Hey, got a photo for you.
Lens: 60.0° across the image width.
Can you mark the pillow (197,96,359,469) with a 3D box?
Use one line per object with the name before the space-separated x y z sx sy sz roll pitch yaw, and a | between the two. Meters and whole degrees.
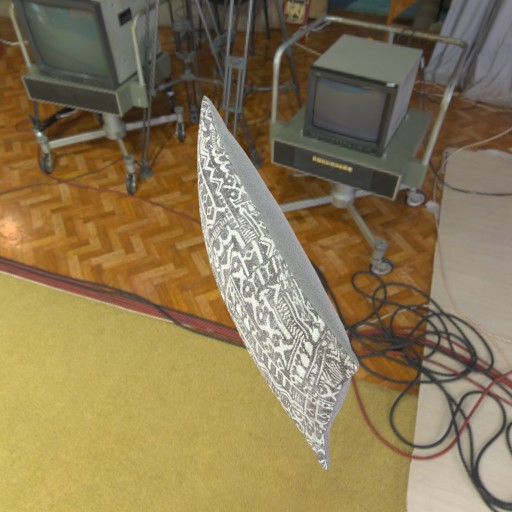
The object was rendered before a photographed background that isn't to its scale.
pillow | 0.000 0.000 0.752 0.148 0.290 0.631 -14 49 -13
